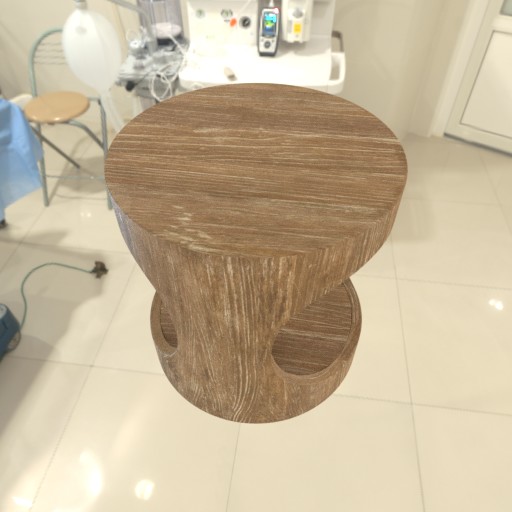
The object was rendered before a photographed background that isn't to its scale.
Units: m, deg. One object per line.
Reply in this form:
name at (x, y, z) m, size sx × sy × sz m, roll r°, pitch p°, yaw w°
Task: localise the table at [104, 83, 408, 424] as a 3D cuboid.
table at (0.000, 0.000, 0.988) m, size 0.527 × 0.551 × 0.527 m, roll 0°, pitch 46°, yaw 0°
